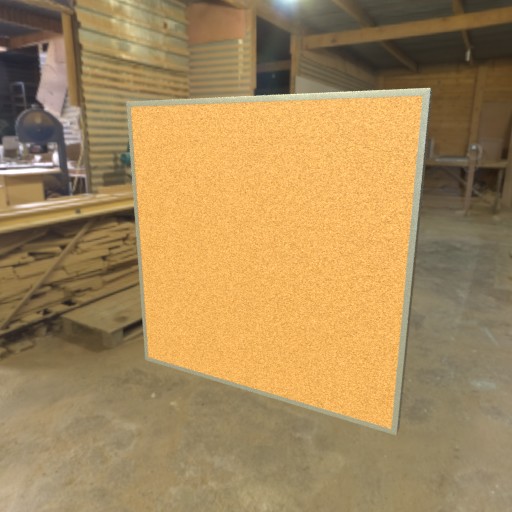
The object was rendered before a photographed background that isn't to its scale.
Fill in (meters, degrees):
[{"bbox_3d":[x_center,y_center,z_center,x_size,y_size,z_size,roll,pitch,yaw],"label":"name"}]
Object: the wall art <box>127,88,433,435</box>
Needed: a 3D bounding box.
[{"bbox_3d":[0.000,0.000,1.189,0.809,0.807,0.038,8,17,27],"label":"wall art"}]
